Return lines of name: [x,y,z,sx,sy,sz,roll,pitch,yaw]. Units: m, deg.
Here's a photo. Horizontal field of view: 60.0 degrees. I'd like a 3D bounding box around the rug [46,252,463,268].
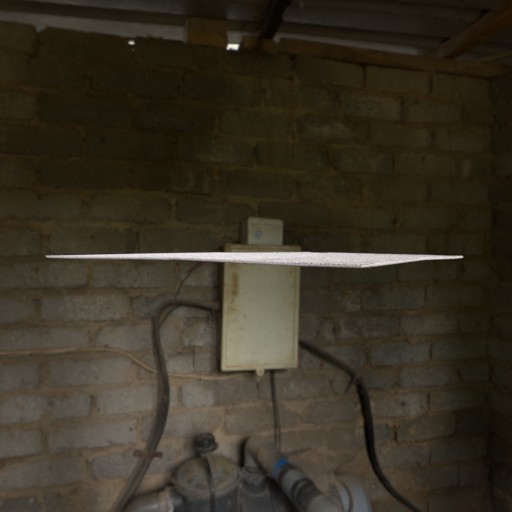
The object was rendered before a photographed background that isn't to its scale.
rug: [0.000,0.000,4.243,3.202,0.045,2.434,1,2,37]
